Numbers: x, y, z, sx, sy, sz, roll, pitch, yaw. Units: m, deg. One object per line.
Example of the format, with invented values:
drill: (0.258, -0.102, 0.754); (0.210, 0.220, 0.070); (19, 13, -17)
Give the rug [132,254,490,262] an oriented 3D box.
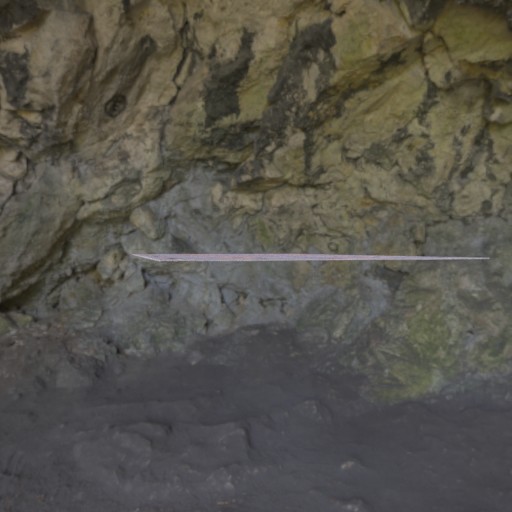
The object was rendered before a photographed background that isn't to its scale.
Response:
rug: (0.000, 0.000, 2.994); (1.515, 0.007, 2.427); (0, 1, -18)
